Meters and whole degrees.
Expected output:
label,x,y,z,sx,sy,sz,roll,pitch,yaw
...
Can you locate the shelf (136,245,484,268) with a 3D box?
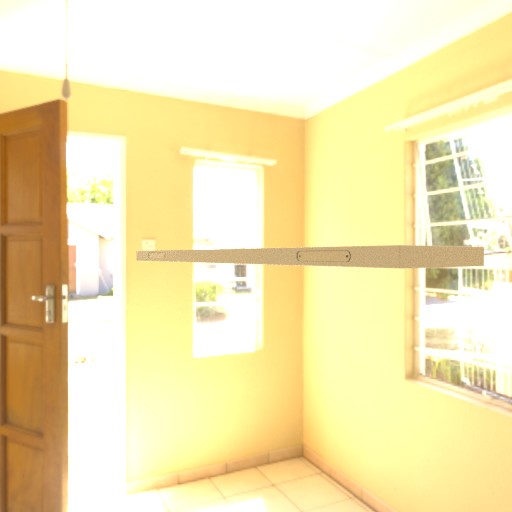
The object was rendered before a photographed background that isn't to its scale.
label,x,y,z,sx,sy,sz,roll,pitch,yaw
shelf,0.000,0.000,0.662,0.140,0.020,0.610,0,0,-36
